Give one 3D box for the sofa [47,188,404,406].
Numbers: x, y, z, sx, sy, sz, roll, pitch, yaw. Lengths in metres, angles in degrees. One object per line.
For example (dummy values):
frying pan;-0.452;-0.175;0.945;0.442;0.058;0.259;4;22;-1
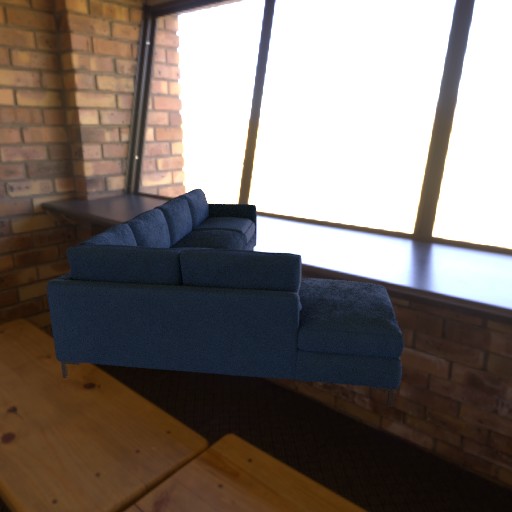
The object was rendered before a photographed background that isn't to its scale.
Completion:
sofa;0.000;0.000;3.806;2.007;0.815;2.949;2;16;8
